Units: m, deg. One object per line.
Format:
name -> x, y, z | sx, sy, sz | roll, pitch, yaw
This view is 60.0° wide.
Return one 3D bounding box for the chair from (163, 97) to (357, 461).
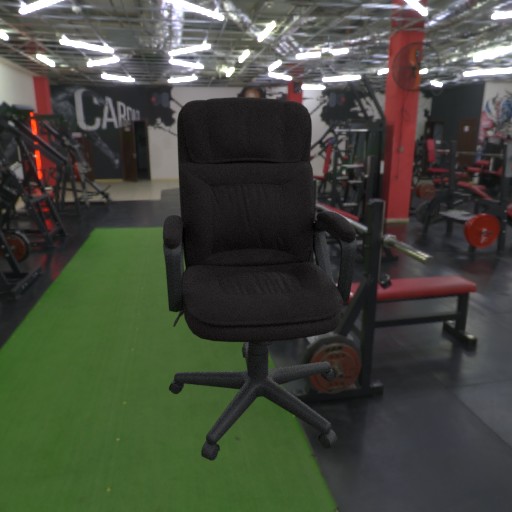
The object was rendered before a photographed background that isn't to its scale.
chair -> 0.000, 0.000, 1.572 | 0.667, 1.105, 0.724 | -2, 16, -8
